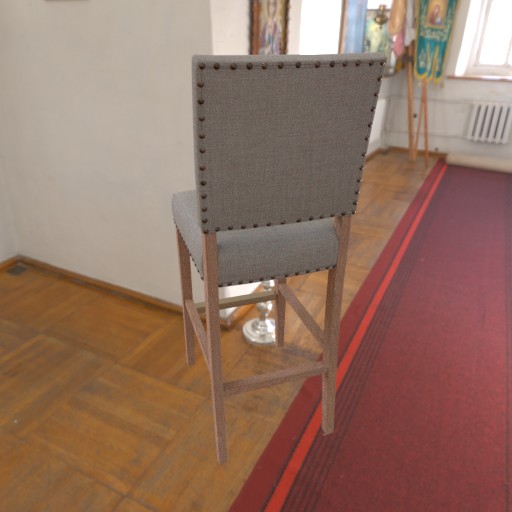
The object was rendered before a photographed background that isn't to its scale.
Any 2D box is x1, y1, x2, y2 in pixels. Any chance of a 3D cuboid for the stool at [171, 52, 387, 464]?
[{"bbox_3d":[0.000,0.000,1.423,0.445,1.203,0.585,-8,28,-16],"label":"stool"}]
